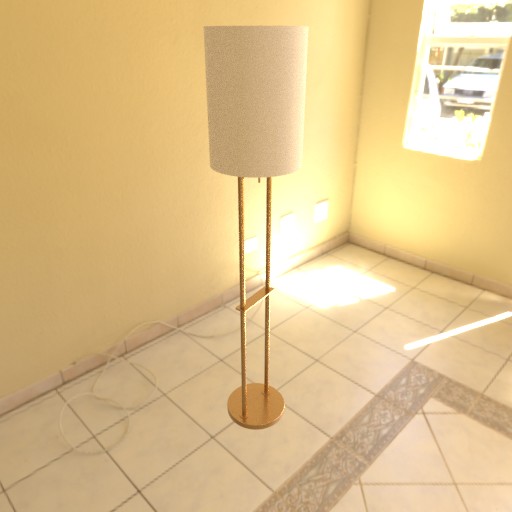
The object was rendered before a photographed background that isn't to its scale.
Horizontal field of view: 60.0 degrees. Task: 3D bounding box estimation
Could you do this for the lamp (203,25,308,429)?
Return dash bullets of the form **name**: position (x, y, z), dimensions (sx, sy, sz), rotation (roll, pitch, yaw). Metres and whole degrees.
- **lamp**: position (0.000, 0.000, 1.631), dimensions (0.305, 1.500, 0.306), rotation (18, 32, 31)
